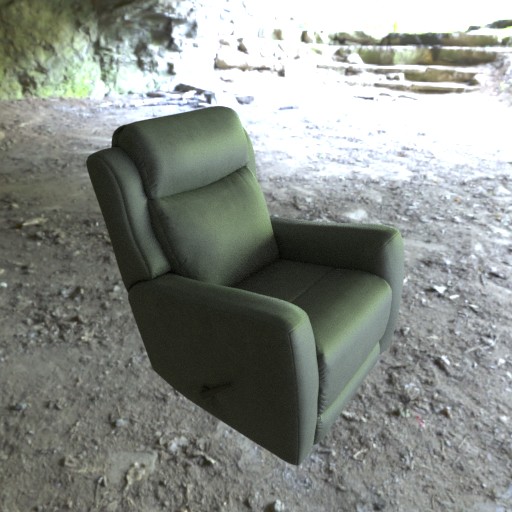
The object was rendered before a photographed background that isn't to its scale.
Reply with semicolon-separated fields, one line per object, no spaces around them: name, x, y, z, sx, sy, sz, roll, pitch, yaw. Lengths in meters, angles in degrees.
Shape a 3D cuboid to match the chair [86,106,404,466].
chair;0.000;0.000;1.935;1.068;1.116;0.967;19;33;32
